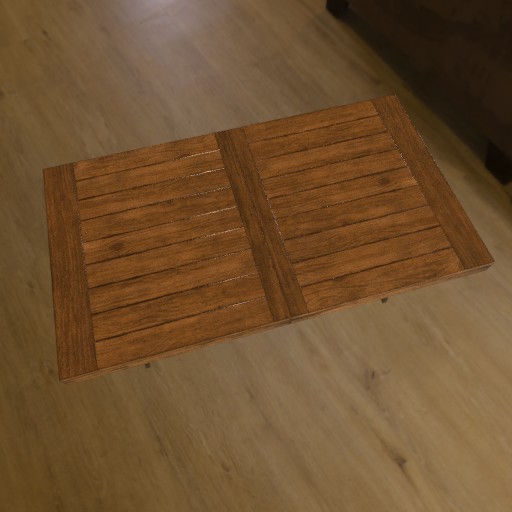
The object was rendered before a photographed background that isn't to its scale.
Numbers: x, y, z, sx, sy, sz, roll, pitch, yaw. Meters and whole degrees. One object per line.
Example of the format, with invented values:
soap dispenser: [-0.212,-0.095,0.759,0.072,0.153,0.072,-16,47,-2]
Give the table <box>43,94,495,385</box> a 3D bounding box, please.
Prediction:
table: [0.000,0.000,2.137,1.641,0.757,0.931,-14,63,-7]
